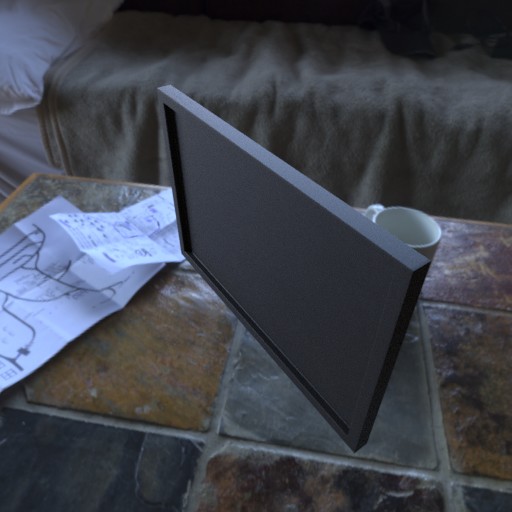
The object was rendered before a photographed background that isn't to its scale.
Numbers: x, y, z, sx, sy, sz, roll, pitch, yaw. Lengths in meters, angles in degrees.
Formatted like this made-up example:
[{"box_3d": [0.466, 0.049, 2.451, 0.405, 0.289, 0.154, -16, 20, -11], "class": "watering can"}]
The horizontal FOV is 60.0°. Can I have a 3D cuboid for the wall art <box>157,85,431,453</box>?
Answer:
[{"box_3d": [0.000, 0.000, 0.573, 0.021, 0.301, 0.443, -25, 47, -25], "class": "wall art"}]
